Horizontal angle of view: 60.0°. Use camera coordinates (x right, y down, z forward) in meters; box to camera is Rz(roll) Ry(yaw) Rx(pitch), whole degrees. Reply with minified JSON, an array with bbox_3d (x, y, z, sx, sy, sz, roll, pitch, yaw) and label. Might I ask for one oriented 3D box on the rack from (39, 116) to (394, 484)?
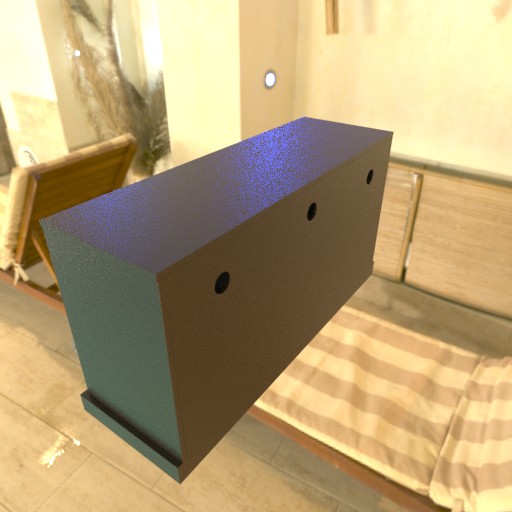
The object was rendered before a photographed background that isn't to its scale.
[{"bbox_3d":[0.000,0.000,1.487,0.399,0.635,1.206,21,37,30],"label":"rack"}]
